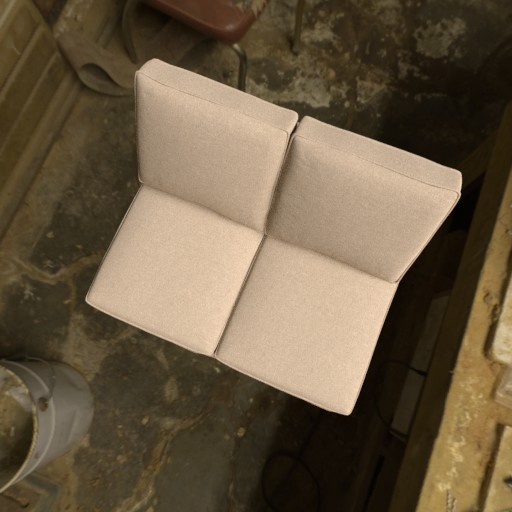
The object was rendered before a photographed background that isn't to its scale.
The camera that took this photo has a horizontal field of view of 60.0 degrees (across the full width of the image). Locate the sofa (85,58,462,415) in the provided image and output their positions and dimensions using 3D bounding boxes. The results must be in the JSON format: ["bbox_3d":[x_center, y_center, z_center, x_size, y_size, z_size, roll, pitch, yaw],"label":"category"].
[{"bbox_3d":[0.000,0.000,1.910,1.237,1.008,0.951,22,77,5],"label":"sofa"}]
